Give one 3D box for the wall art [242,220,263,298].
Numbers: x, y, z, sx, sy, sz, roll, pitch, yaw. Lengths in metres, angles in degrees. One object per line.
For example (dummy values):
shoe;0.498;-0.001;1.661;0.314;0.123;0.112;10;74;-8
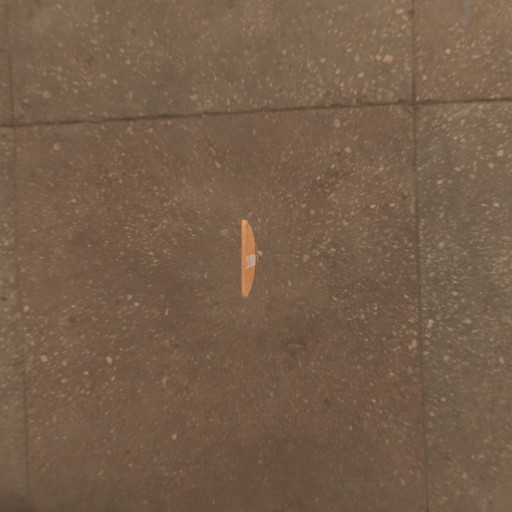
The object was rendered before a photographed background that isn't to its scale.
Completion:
wall art;0.000;0.000;1.597;0.038;1.556;0.146;0;90;2
